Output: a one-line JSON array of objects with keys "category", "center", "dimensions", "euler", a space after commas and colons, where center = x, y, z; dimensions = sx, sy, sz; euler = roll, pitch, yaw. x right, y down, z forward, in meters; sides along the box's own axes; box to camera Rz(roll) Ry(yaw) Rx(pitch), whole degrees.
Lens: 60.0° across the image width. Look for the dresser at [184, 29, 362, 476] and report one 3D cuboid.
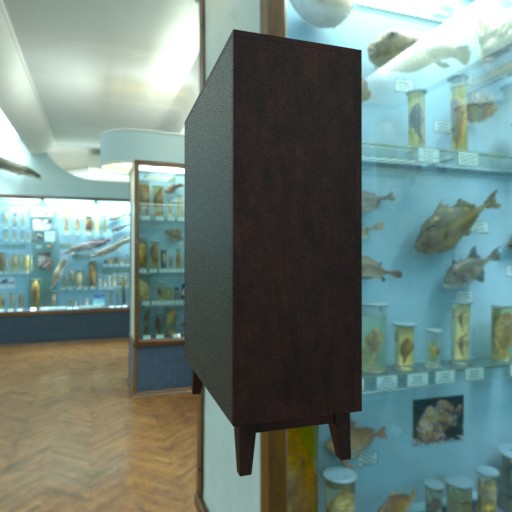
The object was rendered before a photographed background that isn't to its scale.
[{"category": "dresser", "center": [0.000, 0.000, 2.067], "dimensions": [0.506, 1.514, 1.072], "euler": [0, 0, -18]}]
